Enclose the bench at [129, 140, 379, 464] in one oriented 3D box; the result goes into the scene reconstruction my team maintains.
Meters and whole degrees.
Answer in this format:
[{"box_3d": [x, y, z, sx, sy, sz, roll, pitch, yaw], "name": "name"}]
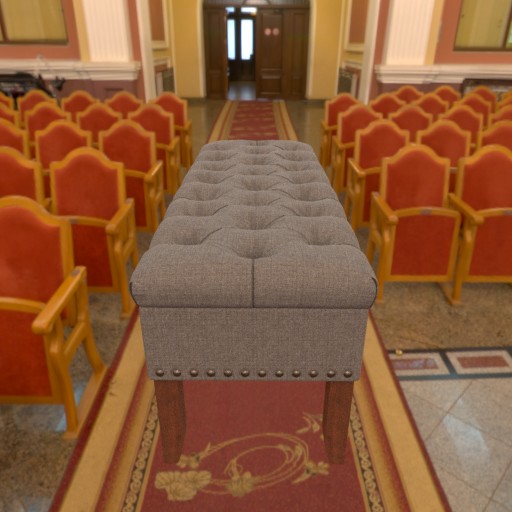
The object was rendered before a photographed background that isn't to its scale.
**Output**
[{"box_3d": [0.000, 0.000, 1.274, 0.417, 0.470, 1.052, 0, 26, 0], "name": "bench"}]
